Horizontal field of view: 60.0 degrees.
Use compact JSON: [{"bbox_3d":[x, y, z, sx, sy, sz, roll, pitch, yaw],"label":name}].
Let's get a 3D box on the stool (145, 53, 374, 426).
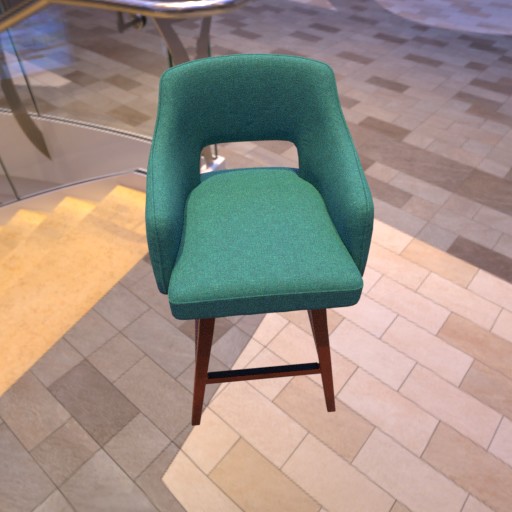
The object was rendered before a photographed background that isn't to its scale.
[{"bbox_3d":[0.000,0.000,1.302,0.548,0.961,0.556,-4,45,-4],"label":"stool"}]
